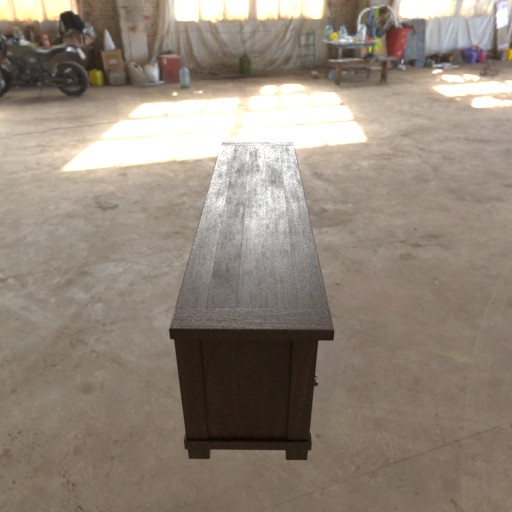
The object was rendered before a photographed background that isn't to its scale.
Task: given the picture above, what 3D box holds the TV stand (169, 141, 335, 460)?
[{"bbox_3d":[0.000,0.000,2.186,0.471,0.615,1.866,0,30,1],"label":"TV stand"}]
